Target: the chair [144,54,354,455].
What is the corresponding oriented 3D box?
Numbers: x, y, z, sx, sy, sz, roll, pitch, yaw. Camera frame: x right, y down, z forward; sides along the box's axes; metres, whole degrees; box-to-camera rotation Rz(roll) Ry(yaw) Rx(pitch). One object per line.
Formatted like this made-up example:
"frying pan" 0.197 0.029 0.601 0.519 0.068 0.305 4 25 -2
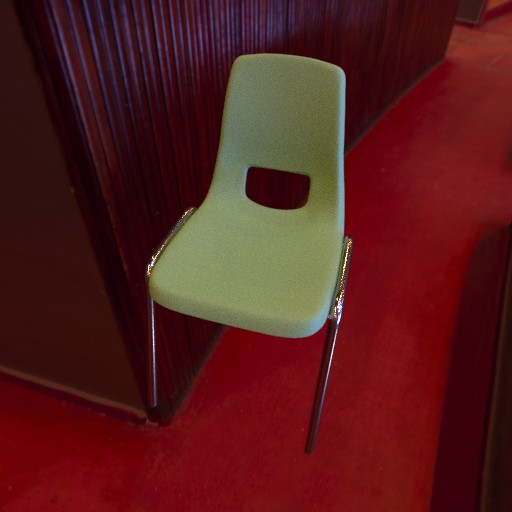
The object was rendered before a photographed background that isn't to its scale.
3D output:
"chair" 0.000 0.000 0.898 0.381 0.653 0.436 12 44 13
